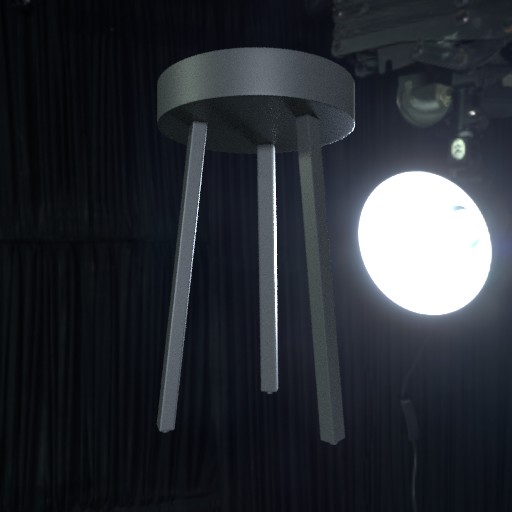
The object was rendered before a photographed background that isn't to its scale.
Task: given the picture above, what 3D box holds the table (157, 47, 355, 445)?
[{"bbox_3d":[0.000,0.000,0.932,0.406,0.686,0.406,0,0,-19],"label":"table"}]
